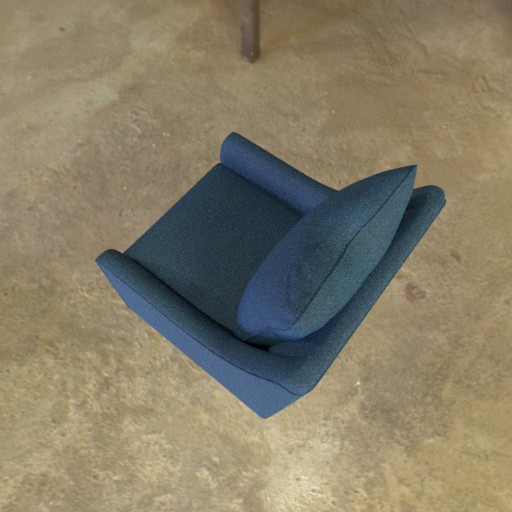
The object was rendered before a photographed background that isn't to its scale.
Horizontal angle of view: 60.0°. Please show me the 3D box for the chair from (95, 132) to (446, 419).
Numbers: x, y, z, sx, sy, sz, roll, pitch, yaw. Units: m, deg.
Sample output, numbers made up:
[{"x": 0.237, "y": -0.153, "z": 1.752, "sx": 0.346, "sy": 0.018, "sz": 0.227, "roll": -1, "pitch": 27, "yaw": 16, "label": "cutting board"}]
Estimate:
[{"x": 0.000, "y": 0.000, "z": 1.586, "sx": 0.870, "sy": 0.939, "sz": 0.750, "roll": 35, "pitch": 68, "yaw": 17, "label": "chair"}]
